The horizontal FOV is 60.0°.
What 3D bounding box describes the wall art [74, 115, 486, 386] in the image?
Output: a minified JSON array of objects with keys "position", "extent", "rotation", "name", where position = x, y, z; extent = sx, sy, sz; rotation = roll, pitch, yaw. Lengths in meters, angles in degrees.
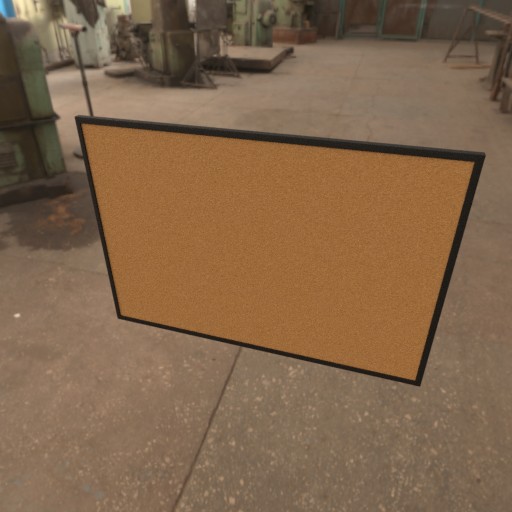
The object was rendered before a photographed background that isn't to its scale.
[{"position":[0.000,0.000,0.819],"extent":[0.664,0.458,0.013],"rotation":[10,33,15],"name":"wall art"}]
